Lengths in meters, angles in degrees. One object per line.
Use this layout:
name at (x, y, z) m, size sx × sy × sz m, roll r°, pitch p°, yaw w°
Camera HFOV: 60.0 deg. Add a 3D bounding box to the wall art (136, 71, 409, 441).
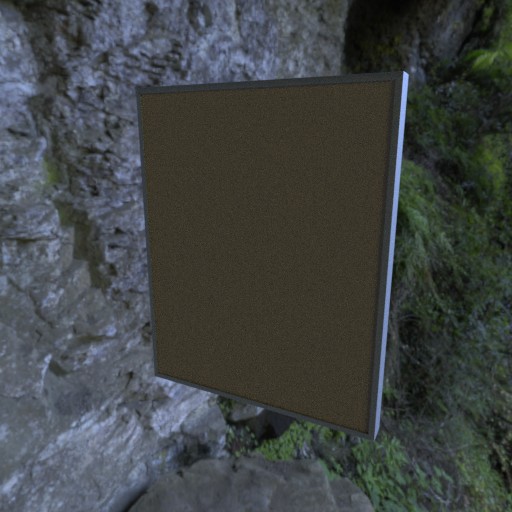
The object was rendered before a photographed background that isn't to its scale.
wall art at (0.000, 0.000, 0.753) m, size 0.445 × 0.553 × 0.039 m, roll 8°, pitch 17°, yaw 26°
